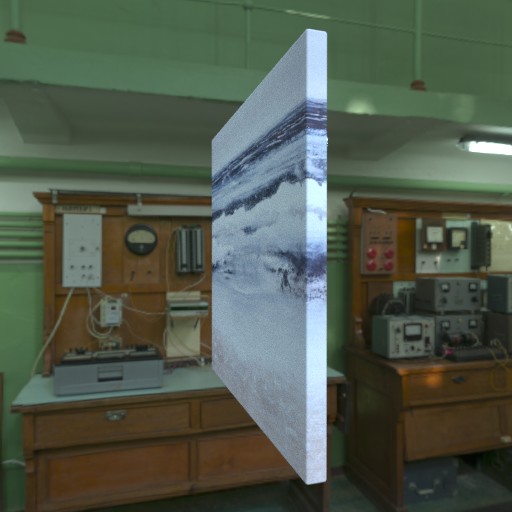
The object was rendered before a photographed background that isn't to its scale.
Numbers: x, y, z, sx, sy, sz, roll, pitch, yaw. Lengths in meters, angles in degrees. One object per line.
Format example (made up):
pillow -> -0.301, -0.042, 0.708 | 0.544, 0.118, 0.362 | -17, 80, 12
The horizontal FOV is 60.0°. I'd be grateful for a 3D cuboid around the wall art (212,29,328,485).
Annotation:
wall art -> 0.000, 0.000, 1.092 | 0.065, 0.747, 0.755 | 0, 0, -17
